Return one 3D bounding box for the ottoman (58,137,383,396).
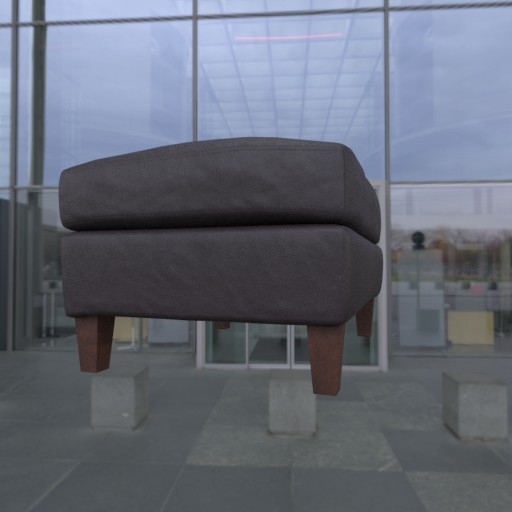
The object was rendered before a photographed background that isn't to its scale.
[{"bbox_3d":[0.000,0.000,1.263,0.659,0.529,0.887,0,-1,19],"label":"ottoman"}]
